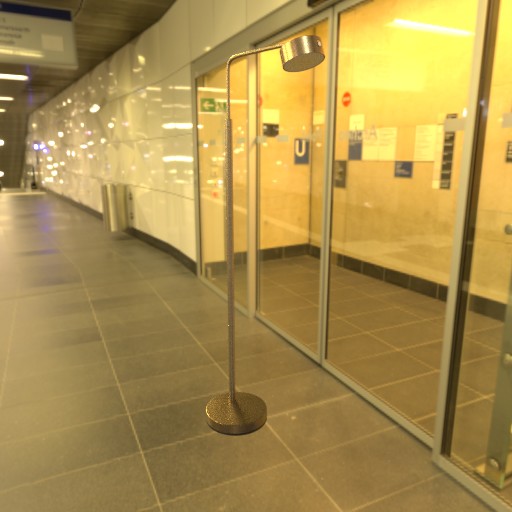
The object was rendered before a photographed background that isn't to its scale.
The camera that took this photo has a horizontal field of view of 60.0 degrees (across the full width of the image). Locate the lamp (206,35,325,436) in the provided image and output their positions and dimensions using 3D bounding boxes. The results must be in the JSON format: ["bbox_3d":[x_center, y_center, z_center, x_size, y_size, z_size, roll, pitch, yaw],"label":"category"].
[{"bbox_3d":[0.000,0.000,1.402,0.219,1.230,0.418,-12,18,-44],"label":"lamp"}]
